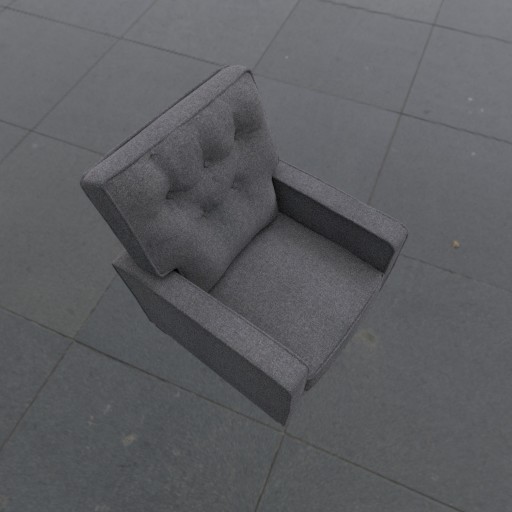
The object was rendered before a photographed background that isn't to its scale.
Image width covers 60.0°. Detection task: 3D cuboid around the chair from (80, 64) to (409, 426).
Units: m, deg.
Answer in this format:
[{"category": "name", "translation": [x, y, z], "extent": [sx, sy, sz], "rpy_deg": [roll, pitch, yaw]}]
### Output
[{"category": "chair", "translation": [0.000, 0.000, 1.446], "extent": [0.775, 0.889, 0.650], "rpy_deg": [34, 64, 19]}]
